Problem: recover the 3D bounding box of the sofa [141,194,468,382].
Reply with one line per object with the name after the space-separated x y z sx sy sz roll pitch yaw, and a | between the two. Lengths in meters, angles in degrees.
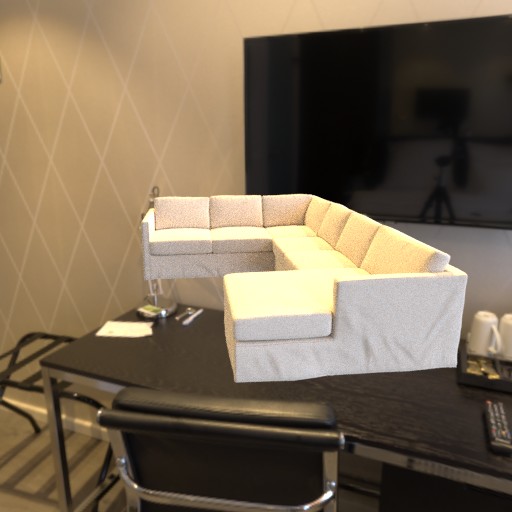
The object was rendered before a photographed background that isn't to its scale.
0.000 0.000 4.516 2.427 0.882 3.460 -2 15 -8 | sofa
